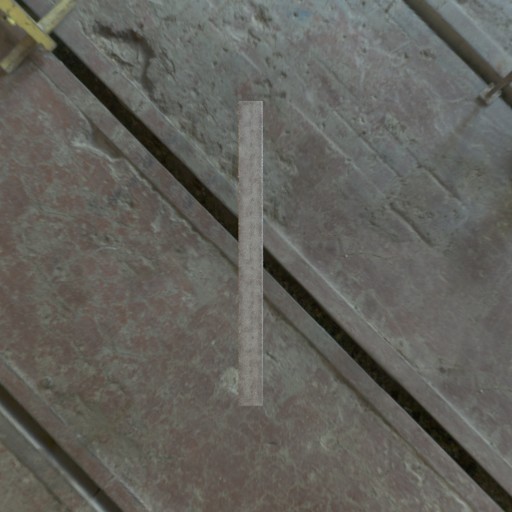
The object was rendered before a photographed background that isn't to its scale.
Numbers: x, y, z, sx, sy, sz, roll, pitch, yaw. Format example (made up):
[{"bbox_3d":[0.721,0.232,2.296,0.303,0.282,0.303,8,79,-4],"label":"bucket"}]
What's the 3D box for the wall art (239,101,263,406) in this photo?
[{"bbox_3d":[0.000,0.000,1.671,0.051,1.461,0.648,0,90,1],"label":"wall art"}]
